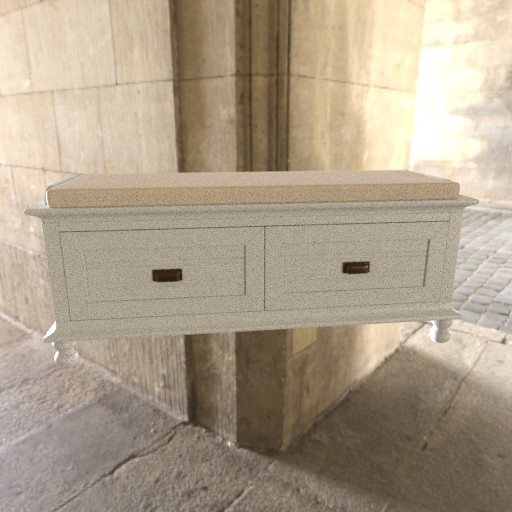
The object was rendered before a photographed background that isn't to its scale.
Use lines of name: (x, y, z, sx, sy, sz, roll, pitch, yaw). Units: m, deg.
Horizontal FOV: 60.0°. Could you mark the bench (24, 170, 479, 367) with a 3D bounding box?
bench: (0.000, 0.000, 1.389, 1.185, 0.486, 0.402, -2, 17, -7)
